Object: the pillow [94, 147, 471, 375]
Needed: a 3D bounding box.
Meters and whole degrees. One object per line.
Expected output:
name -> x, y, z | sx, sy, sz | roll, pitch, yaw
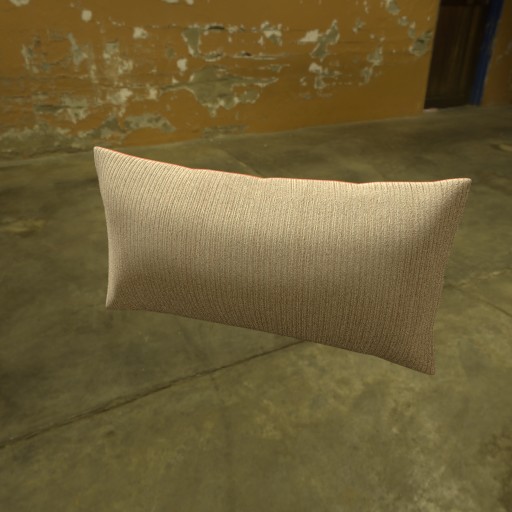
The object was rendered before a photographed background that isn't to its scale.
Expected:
pillow -> 0.000, 0.000, 0.733 | 0.608, 0.307, 0.155 | 8, 28, 16
